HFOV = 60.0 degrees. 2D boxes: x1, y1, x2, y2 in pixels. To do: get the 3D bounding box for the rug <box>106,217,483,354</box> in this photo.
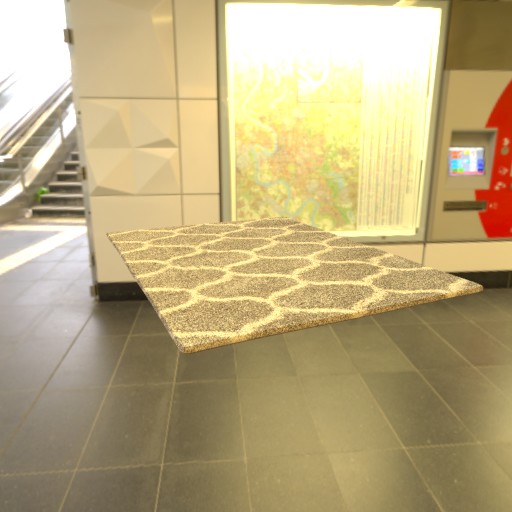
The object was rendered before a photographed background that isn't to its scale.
[{"bbox_3d":[0.000,0.000,2.155,1.200,0.025,1.600,-7,17,-24],"label":"rug"}]
